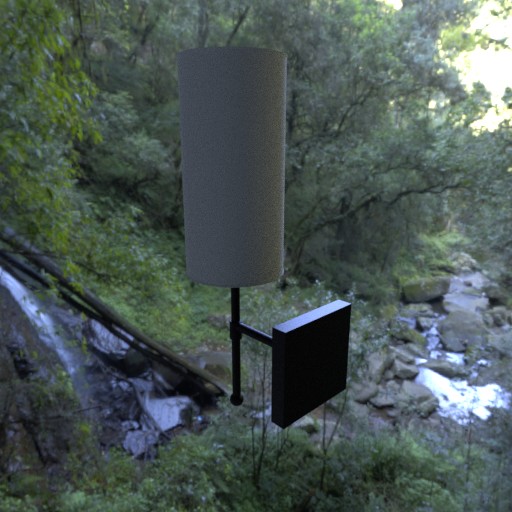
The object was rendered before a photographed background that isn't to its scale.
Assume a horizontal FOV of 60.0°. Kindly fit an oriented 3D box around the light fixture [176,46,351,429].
[{"bbox_3d":[0.000,0.000,0.546,0.128,0.462,0.208,-14,21,-41],"label":"light fixture"}]
